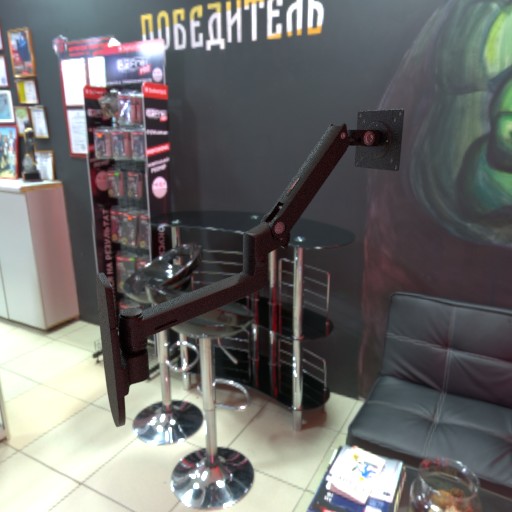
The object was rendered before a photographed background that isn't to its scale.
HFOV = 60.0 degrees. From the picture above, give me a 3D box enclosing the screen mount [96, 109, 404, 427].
[{"bbox_3d":[0.000,0.000,0.731,0.495,0.466,0.115,-8,18,-27],"label":"screen mount"}]
